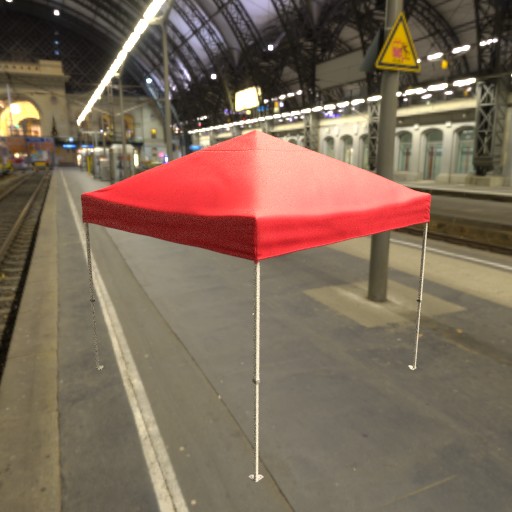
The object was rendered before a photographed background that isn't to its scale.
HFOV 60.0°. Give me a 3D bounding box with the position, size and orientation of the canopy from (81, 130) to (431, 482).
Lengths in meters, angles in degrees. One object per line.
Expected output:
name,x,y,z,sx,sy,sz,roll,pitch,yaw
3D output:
canopy,0.000,0.000,5.465,2.998,2.997,2.996,12,17,44
